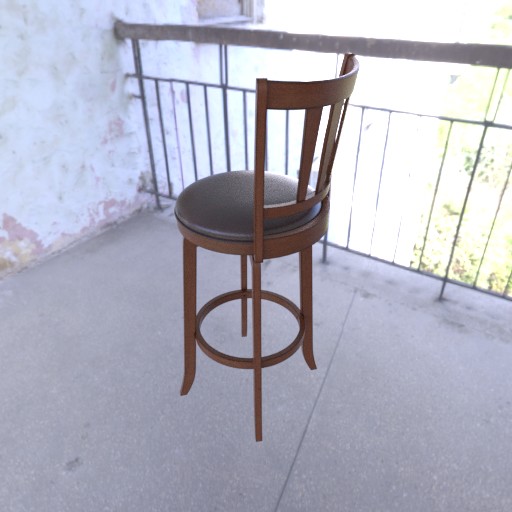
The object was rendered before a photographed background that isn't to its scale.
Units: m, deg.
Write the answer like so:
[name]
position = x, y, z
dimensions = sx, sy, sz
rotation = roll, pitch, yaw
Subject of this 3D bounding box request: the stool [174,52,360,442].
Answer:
[stool]
position = 0.000, 0.000, 1.429
dimensions = 0.503, 1.177, 0.464
rotation = 20, 37, 29
